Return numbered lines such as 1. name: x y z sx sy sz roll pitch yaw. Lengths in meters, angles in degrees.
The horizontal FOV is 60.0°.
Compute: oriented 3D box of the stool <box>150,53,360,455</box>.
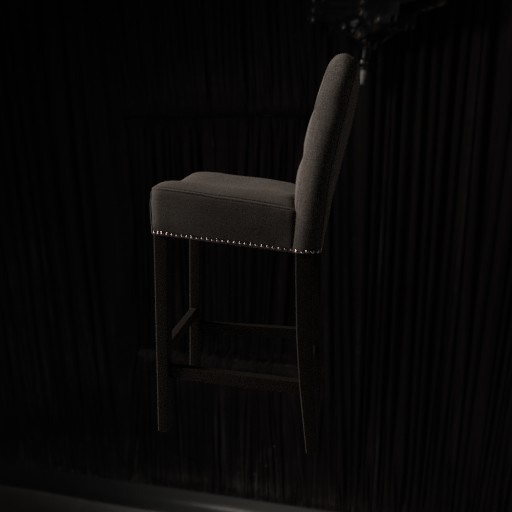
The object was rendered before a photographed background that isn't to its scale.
1. stool: 0.000 0.000 1.324 0.548 1.047 0.411 3 16 9
